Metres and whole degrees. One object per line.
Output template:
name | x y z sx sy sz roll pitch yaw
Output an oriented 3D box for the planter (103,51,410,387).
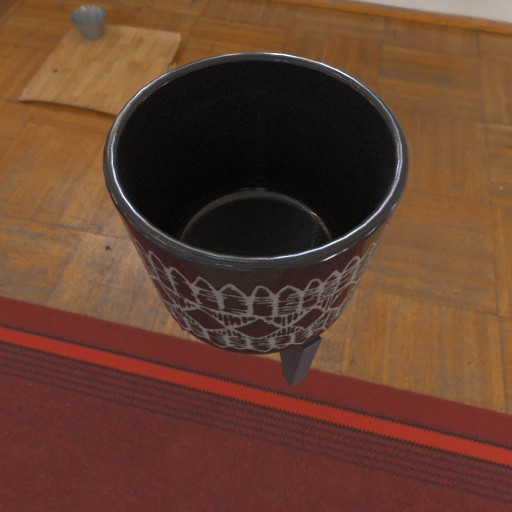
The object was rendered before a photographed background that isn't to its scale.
planter | 0.000 0.000 0.513 0.251 0.355 0.251 -28 61 -17
